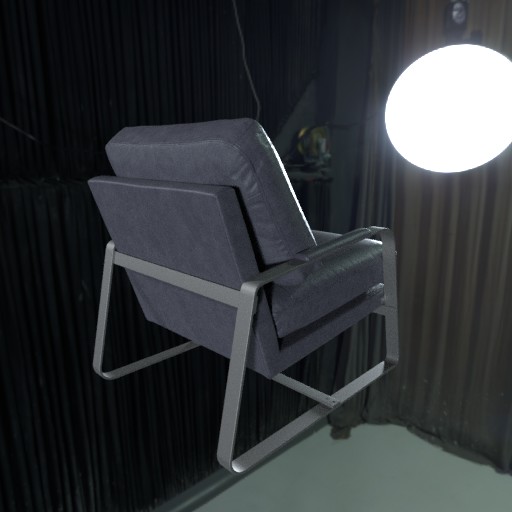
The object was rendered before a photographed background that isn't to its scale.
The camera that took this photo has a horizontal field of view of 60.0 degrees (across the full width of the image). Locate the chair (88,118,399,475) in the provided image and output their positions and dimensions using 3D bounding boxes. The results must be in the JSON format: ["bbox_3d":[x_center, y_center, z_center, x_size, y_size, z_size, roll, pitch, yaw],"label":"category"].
[{"bbox_3d":[0.000,0.000,1.488,0.692,0.839,0.878,13,19,43],"label":"chair"}]
